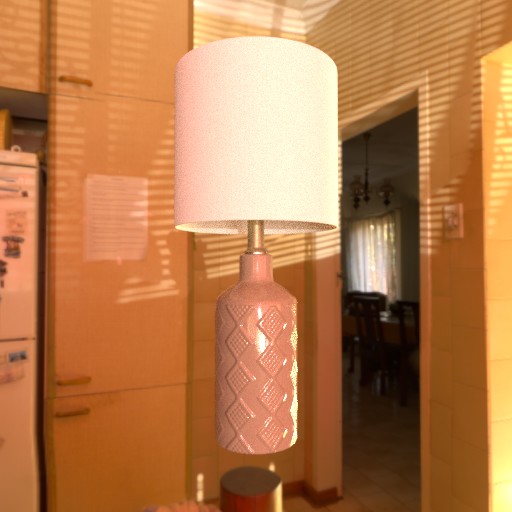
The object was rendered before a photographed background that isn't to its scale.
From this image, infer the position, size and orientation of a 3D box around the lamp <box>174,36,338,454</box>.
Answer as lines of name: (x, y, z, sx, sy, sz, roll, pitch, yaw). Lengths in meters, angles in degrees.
lamp: (0.000, 0.000, 0.567, 0.207, 0.461, 0.207, -1, -2, 37)
